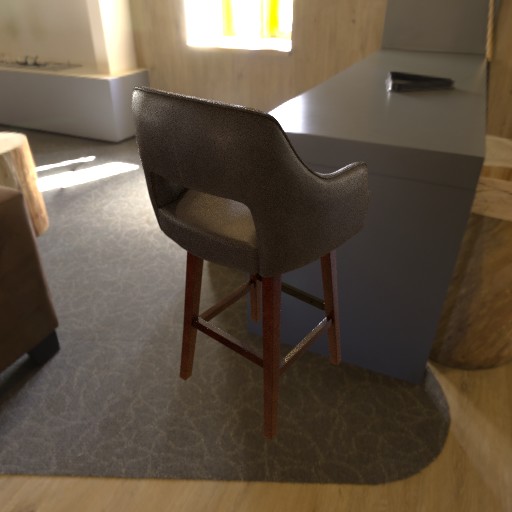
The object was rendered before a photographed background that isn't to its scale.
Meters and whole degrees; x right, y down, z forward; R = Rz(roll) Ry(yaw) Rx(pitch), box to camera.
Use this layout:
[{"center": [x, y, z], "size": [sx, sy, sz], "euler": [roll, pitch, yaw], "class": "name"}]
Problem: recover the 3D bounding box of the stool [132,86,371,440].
[{"center": [0.000, 0.000, 1.366], "size": [0.550, 1.041, 0.560], "euler": [23, 39, 32], "class": "stool"}]
